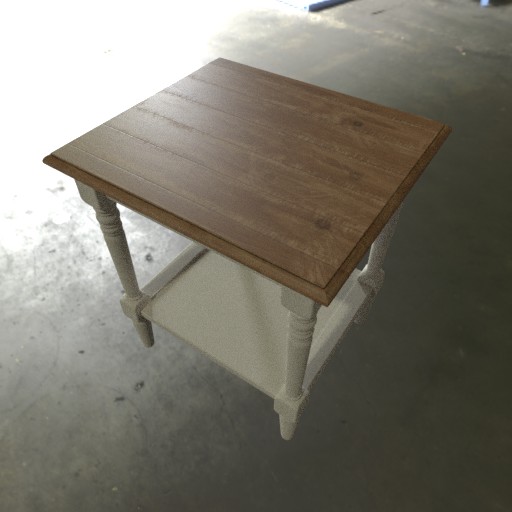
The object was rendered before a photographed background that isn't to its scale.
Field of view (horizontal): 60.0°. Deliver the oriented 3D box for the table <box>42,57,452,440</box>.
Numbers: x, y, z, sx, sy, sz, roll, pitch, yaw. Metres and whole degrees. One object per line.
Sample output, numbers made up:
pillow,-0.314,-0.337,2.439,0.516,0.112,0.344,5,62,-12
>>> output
table,0.000,0.000,0.927,0.508,0.561,0.457,26,52,23
